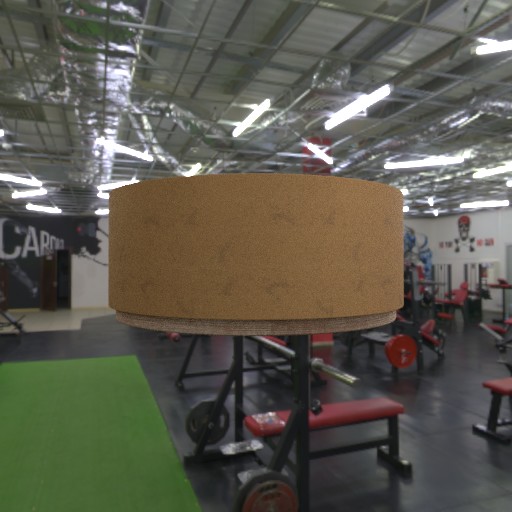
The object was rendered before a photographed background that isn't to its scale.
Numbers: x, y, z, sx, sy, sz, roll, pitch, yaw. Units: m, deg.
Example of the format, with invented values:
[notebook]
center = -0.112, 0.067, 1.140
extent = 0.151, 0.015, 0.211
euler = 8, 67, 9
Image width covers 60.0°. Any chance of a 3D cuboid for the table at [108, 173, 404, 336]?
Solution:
[table]
center = 0.000, 0.000, 1.585
extent = 1.001, 0.409, 1.001
euler = 0, 0, 0
